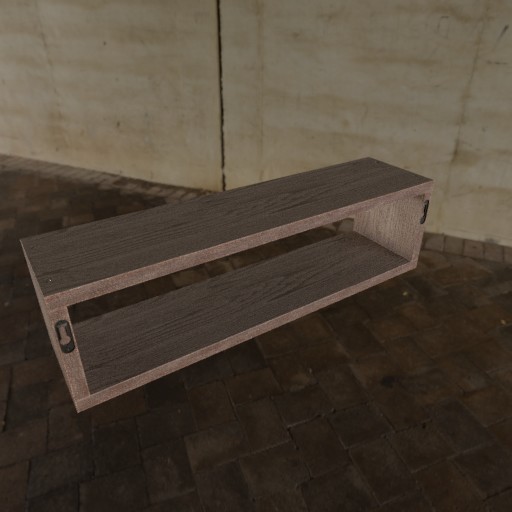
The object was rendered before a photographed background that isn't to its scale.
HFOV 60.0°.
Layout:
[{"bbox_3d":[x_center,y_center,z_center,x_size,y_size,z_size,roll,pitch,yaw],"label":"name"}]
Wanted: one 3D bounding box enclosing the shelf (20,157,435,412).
[{"bbox_3d":[0.000,0.000,0.688,0.610,0.170,0.150,-18,35,-28],"label":"shelf"}]
